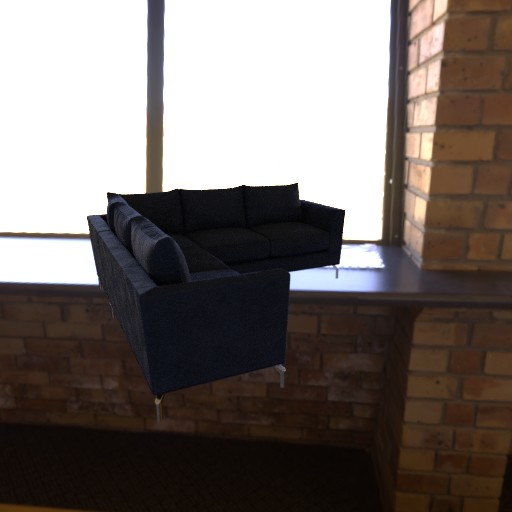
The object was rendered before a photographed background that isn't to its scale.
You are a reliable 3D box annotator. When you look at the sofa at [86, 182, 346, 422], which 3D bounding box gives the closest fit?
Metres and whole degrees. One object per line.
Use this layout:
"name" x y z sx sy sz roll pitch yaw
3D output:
"sofa" 0.000 0.000 3.812 2.463 0.988 2.472 -7 17 -25
